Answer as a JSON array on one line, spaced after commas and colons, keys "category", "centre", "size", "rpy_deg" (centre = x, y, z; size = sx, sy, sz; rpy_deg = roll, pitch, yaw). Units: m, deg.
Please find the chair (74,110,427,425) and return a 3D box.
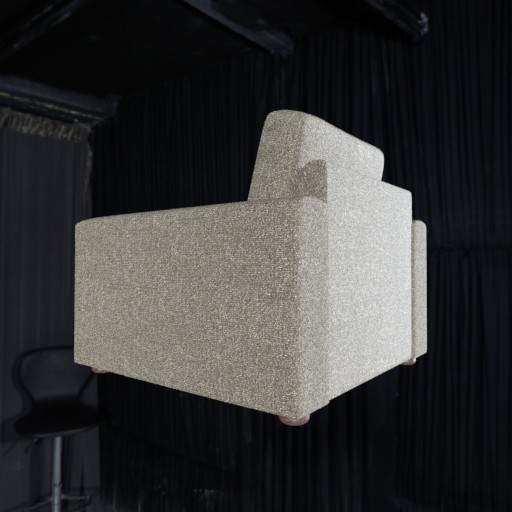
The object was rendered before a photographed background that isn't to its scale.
[{"category": "chair", "centre": [0.000, 0.000, 1.745], "size": [1.016, 0.873, 1.005], "rpy_deg": [-1, -1, 38]}]
